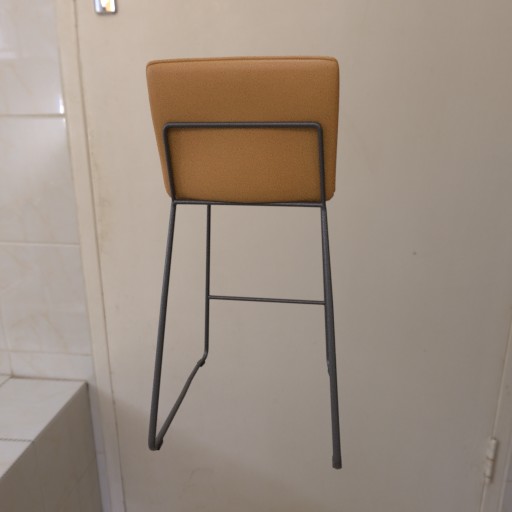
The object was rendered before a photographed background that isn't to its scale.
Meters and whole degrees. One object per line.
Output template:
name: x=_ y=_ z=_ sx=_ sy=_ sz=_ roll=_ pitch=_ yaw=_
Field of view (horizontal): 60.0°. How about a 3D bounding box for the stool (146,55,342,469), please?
stool: x=0.000 y=0.000 z=1.214 sx=0.489 sy=0.936 sz=0.524 roll=2 pitch=16 yaw=8
